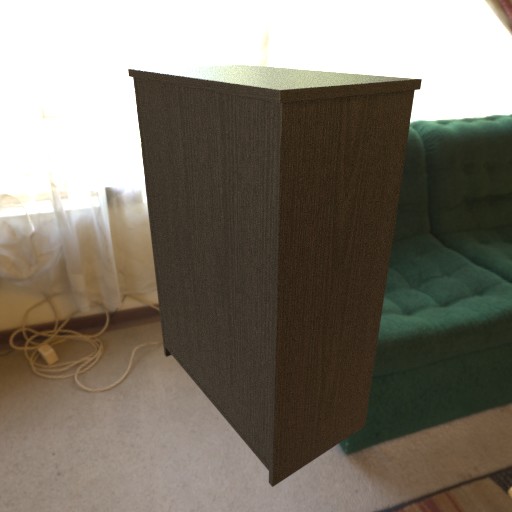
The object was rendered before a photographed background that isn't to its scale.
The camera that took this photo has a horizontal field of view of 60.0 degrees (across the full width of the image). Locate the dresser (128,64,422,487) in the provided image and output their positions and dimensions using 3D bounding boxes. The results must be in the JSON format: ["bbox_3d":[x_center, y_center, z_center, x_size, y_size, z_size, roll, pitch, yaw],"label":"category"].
[{"bbox_3d":[0.000,0.000,1.333,0.399,1.020,0.704,-17,31,-31],"label":"dresser"}]
